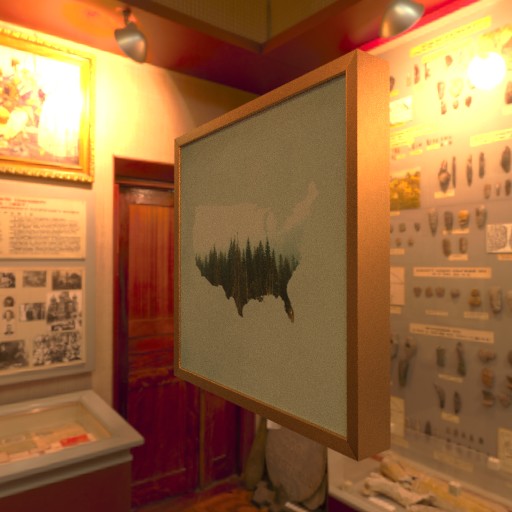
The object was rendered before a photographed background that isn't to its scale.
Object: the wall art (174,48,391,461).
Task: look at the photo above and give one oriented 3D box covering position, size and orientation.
[{"bbox_3d":[0.000,0.000,0.460,0.038,0.304,0.304,0,-1,-36],"label":"wall art"}]
